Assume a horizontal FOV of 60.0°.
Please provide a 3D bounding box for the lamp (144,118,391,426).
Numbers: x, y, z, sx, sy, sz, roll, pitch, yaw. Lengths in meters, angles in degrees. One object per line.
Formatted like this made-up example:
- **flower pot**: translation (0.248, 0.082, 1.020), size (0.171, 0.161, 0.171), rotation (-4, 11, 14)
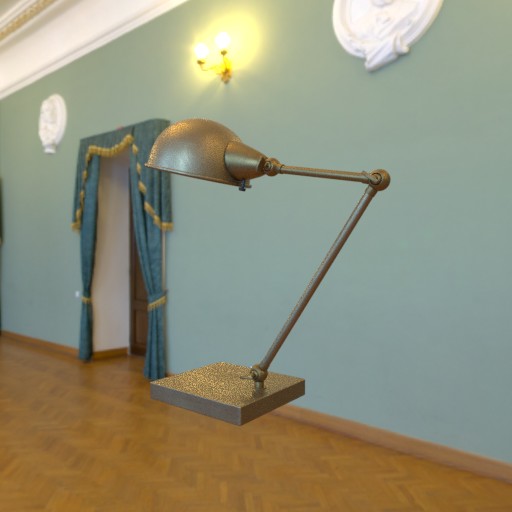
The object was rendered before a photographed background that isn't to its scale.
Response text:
- **lamp**: translation (0.000, 0.000, 0.551), size (0.339, 0.371, 0.149), rotation (0, 1, 38)
